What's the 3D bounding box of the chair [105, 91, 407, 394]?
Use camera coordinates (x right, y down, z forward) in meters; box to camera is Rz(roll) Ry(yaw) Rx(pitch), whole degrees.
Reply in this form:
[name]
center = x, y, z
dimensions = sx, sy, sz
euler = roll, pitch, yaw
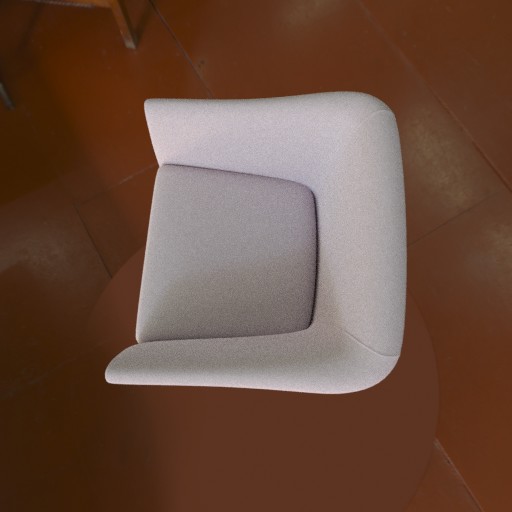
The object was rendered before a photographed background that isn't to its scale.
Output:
[chair]
center = 0.000, 0.000, 1.365
dimensions = 0.700, 0.720, 0.790
euler = 3, 75, 1
